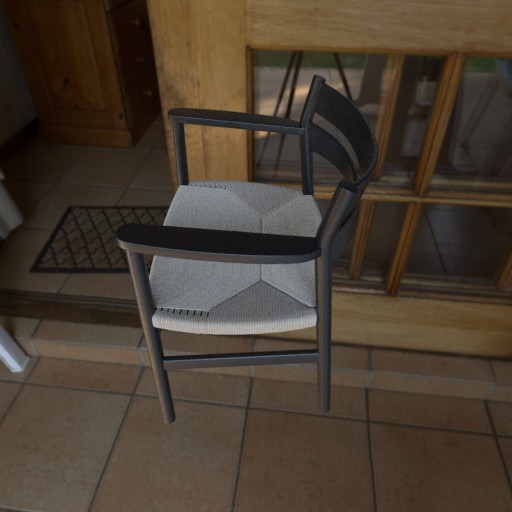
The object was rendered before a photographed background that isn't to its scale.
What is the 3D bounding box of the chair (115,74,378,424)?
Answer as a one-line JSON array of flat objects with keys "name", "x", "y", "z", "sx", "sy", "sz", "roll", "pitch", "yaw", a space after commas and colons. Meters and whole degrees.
[{"name": "chair", "x": 0.000, "y": 0.000, "z": 1.192, "sx": 0.508, "sy": 0.775, "sz": 0.630, "roll": 1, "pitch": 40, "yaw": 1}]
